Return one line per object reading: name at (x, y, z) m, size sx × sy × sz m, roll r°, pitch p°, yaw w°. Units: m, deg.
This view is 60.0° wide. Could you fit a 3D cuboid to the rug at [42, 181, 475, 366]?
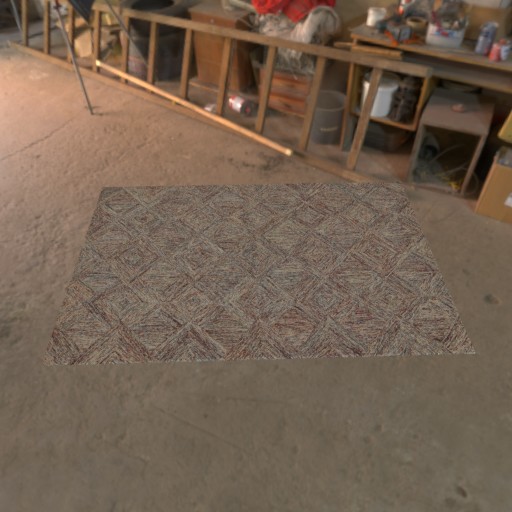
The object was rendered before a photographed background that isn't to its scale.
rug at (0.000, 0.000, 2.865) m, size 2.285 × 0.019 × 1.523 m, roll -1°, pitch 46°, yaw -1°
